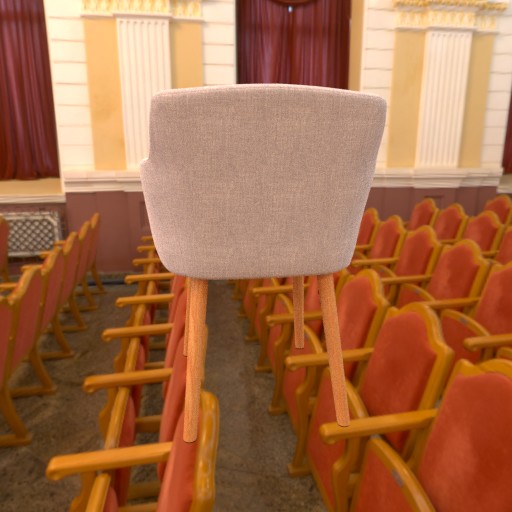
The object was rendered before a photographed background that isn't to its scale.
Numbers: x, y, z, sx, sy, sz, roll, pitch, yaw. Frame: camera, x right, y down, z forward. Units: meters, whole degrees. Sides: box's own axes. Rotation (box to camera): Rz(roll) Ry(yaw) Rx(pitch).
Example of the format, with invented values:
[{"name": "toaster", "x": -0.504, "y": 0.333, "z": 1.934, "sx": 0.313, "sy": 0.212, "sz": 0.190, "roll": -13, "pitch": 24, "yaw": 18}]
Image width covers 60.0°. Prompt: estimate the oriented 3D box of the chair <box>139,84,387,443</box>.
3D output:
[{"name": "chair", "x": 0.000, "y": 0.000, "z": 1.152, "sx": 0.570, "sy": 0.780, "sz": 0.540, "roll": -2, "pitch": 14, "yaw": -9}]
